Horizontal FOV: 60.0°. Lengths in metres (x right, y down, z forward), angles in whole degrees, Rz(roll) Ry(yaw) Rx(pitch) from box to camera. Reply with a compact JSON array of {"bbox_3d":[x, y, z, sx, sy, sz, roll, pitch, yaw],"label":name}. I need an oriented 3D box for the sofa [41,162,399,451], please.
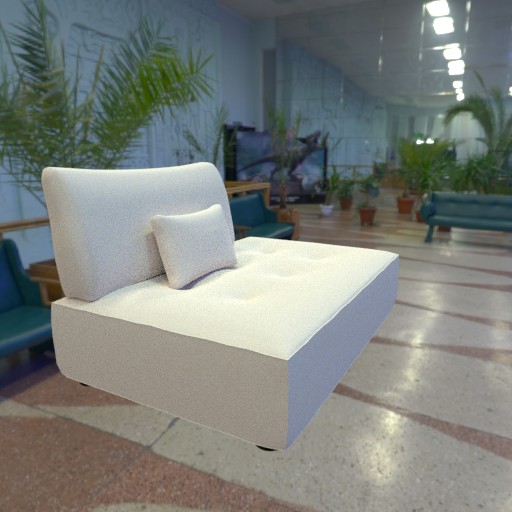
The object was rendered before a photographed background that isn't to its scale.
[{"bbox_3d":[0.000,0.000,2.021,1.000,0.820,1.450,7,15,28],"label":"sofa"}]
